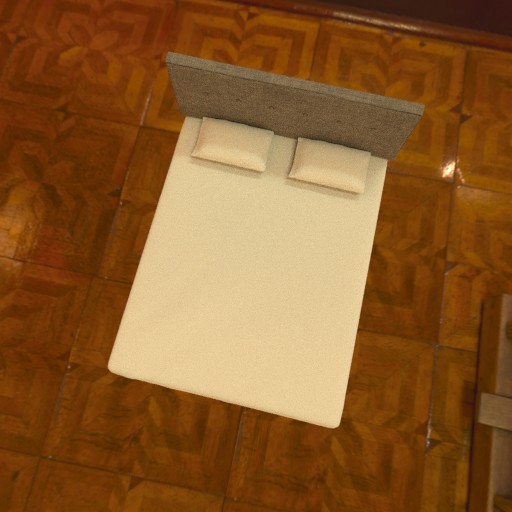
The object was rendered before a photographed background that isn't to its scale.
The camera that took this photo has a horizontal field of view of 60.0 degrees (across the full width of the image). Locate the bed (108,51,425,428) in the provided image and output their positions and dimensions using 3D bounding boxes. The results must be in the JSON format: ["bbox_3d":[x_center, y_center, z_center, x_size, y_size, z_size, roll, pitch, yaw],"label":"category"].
[{"bbox_3d":[0.000,0.000,2.977,1.621,1.168,1.958,13,76,3],"label":"bed"}]
